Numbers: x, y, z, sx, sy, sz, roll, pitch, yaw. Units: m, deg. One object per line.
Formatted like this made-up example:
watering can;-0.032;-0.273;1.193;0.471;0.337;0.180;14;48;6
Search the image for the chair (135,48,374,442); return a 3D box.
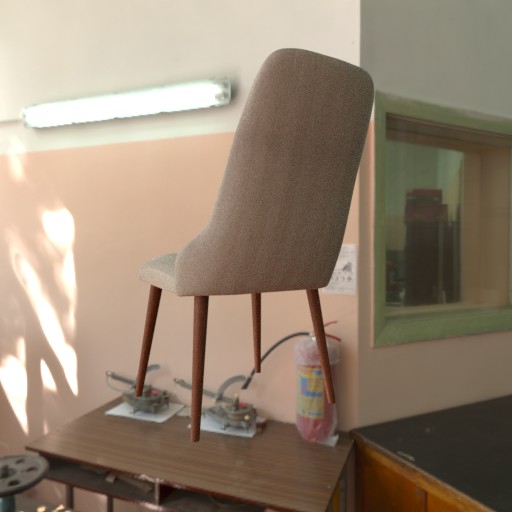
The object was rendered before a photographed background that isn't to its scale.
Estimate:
chair;0.000;0.000;1.297;0.526;0.917;0.684;-1;1;-35
